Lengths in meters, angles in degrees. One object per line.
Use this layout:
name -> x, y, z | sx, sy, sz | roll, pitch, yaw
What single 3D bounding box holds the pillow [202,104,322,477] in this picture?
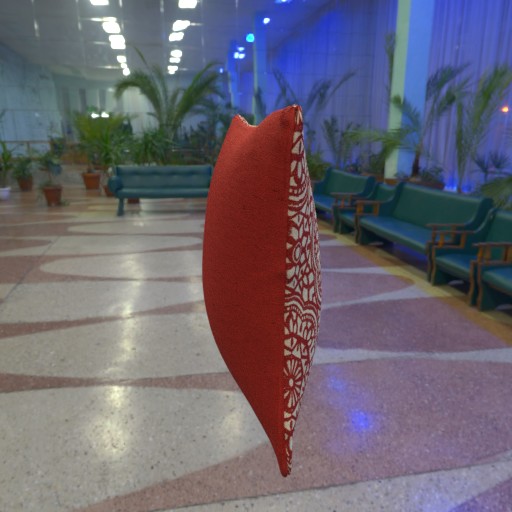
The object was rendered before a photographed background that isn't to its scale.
pillow -> 0.000, 0.000, 0.671 | 0.162, 0.419, 0.438 | -3, 17, -9
